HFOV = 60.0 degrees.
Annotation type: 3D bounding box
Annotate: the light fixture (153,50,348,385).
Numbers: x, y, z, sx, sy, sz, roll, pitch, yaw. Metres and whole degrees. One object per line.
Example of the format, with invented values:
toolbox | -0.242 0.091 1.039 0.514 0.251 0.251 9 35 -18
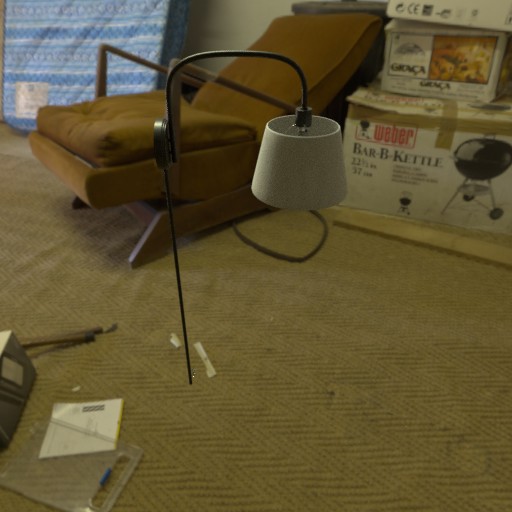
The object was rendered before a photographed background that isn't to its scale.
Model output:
light fixture | 0.000 0.000 0.469 0.176 0.399 0.092 0 33 0
